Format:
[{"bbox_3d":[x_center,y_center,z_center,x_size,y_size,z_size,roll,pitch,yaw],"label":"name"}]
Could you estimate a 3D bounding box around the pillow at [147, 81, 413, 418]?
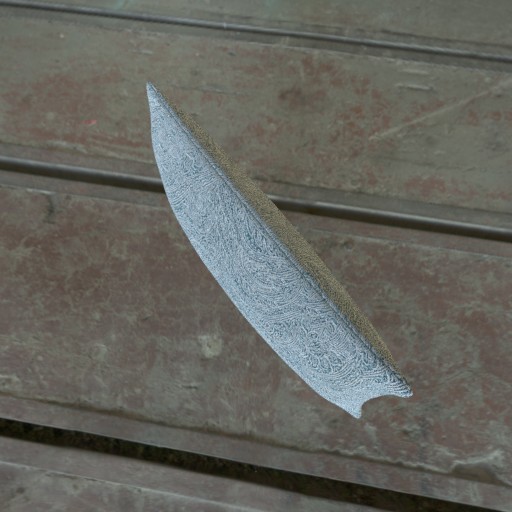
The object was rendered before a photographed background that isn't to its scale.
[{"bbox_3d":[0.000,0.000,0.751,0.151,0.295,0.615,-33,68,-15],"label":"pillow"}]
